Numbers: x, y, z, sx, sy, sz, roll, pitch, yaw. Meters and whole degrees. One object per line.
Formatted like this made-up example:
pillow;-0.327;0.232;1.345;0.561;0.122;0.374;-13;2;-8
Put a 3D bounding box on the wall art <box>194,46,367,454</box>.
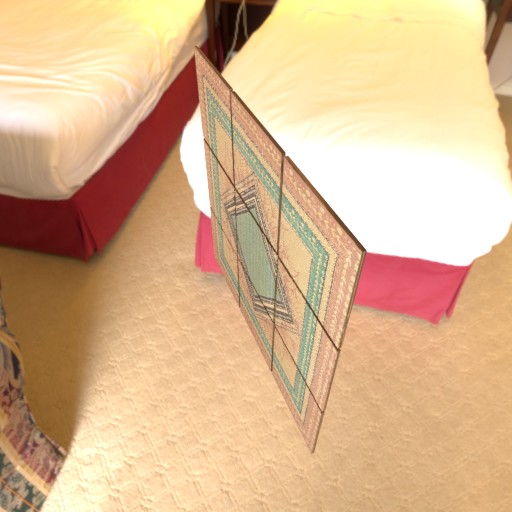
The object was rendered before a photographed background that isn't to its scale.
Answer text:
wall art;0.000;0.000;1.792;0.013;1.213;1.215;-17;49;-16
